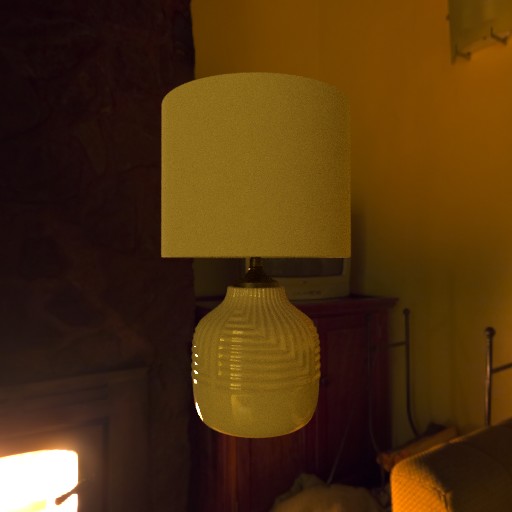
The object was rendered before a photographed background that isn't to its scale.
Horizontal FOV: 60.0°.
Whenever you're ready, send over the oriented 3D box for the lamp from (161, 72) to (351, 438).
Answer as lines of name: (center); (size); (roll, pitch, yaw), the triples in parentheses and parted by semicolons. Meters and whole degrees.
lamp: (0.000, 0.000, 0.761); (0.318, 0.567, 0.318); (0, -1, 0)
